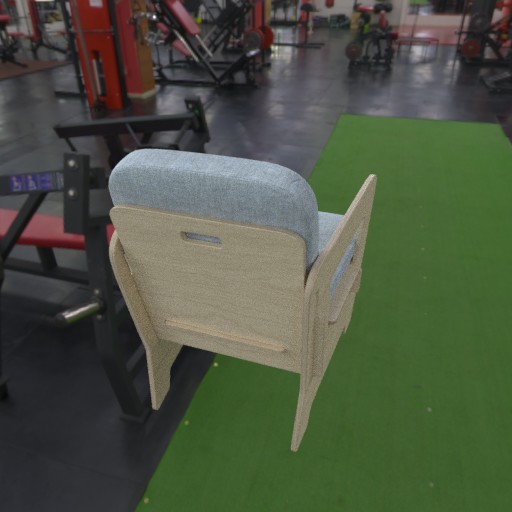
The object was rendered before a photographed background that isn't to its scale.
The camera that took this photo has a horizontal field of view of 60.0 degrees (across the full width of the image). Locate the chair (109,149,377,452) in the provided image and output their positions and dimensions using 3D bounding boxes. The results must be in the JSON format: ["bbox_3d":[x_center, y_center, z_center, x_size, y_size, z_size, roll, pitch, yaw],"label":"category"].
[{"bbox_3d":[0.000,0.000,1.294,0.590,0.800,0.710,10,33,16],"label":"chair"}]
